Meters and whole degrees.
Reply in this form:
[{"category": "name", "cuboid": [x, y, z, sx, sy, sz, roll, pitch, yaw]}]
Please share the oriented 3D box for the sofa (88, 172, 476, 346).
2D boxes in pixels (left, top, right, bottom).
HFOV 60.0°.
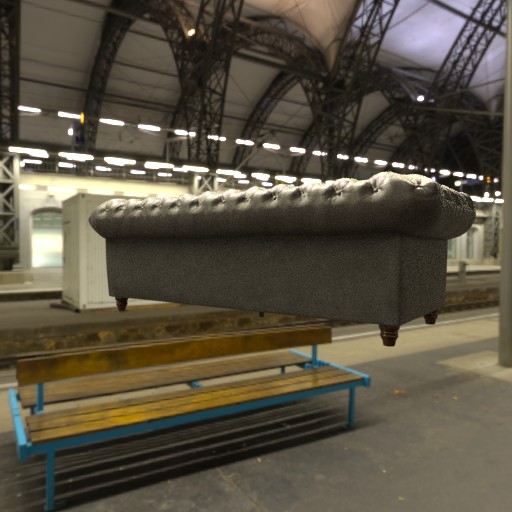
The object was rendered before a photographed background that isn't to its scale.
[{"category": "sofa", "cuboid": [0.000, 0.000, 2.795, 2.385, 0.783, 0.944, 1, 1, 36]}]
